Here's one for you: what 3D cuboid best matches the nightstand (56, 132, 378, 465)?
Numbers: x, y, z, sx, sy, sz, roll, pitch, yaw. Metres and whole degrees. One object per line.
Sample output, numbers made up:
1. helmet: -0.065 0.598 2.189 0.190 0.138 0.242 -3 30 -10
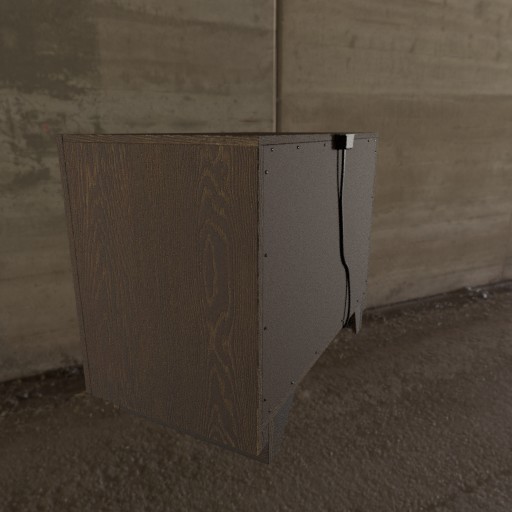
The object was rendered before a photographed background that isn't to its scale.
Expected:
1. nightstand: 0.000 0.000 1.146 0.457 0.612 0.775 8 18 26
